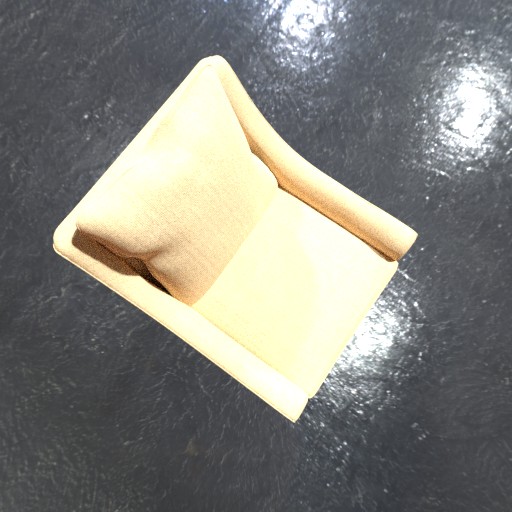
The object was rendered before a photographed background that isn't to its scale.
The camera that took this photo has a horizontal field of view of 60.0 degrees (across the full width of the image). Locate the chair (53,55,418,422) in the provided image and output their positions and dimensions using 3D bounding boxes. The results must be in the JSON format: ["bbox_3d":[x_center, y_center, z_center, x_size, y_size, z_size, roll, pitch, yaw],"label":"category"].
[{"bbox_3d":[0.000,0.000,1.556,0.876,0.927,0.760,35,79,8],"label":"chair"}]
